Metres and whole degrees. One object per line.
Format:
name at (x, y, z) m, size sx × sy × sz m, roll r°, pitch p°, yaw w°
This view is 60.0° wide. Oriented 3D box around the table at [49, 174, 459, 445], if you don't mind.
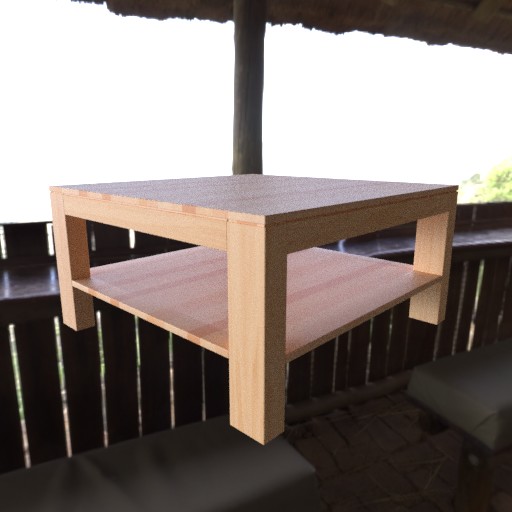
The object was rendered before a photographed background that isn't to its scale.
table at (0.000, 0.000, 1.427) m, size 0.900 × 0.450 × 0.900 m, roll 13°, pitch 19°, yaw 42°
